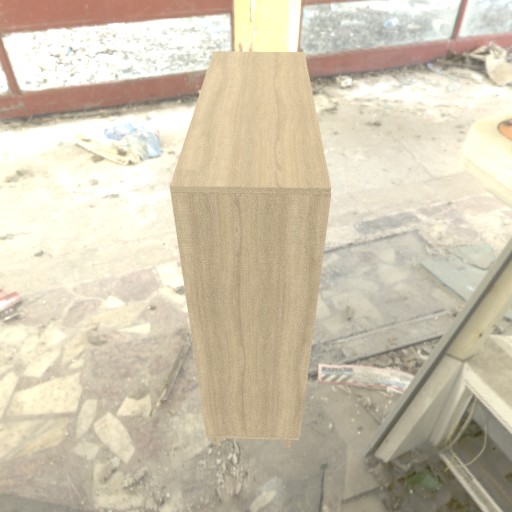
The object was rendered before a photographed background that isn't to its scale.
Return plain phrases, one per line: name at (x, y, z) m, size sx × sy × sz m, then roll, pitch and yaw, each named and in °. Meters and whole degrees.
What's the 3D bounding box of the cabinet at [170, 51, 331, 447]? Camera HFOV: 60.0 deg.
cabinet at (0.000, 0.000, 1.954) m, size 0.398 × 1.388 × 1.111 m, roll 1°, pitch 40°, yaw 1°
